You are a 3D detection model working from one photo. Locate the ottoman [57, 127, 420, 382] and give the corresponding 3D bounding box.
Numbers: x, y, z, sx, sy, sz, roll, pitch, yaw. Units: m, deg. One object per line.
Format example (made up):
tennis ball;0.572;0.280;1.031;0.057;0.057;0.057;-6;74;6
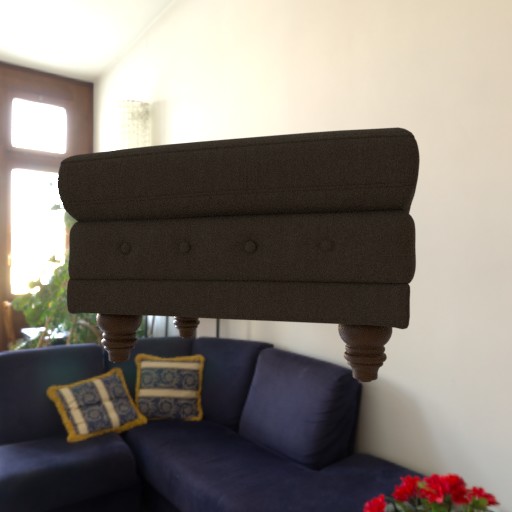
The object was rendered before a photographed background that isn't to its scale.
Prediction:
ottoman;0.000;0.000;1.130;0.771;0.500;0.569;0;-1;17
